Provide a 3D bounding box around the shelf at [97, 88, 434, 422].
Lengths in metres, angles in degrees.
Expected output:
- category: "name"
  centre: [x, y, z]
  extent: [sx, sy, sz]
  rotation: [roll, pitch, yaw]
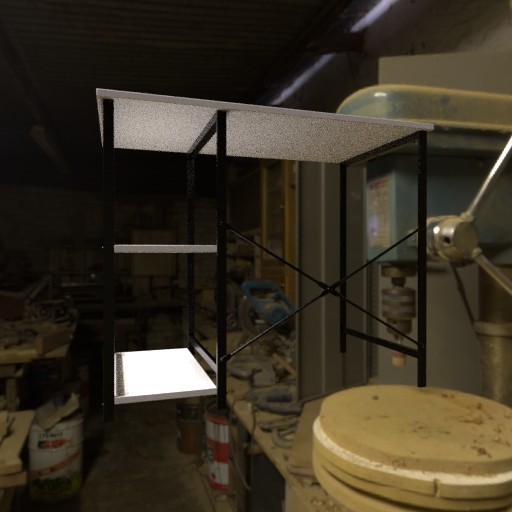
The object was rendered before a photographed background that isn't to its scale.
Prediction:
- category: "shelf"
  centre: [0.000, 0.000, 1.361]
  extent: [0.902, 0.750, 0.498]
  rotation: [0, 0, -18]
